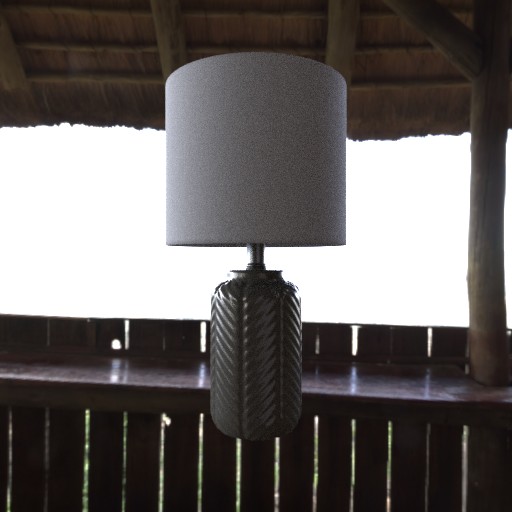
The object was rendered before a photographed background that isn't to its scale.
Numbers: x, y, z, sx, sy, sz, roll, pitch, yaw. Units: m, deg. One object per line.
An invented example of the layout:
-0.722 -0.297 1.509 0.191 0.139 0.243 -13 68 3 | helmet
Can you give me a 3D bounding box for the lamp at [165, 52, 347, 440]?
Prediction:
0.000 0.000 0.507 0.203 0.389 0.203 0 0 -18 | lamp
